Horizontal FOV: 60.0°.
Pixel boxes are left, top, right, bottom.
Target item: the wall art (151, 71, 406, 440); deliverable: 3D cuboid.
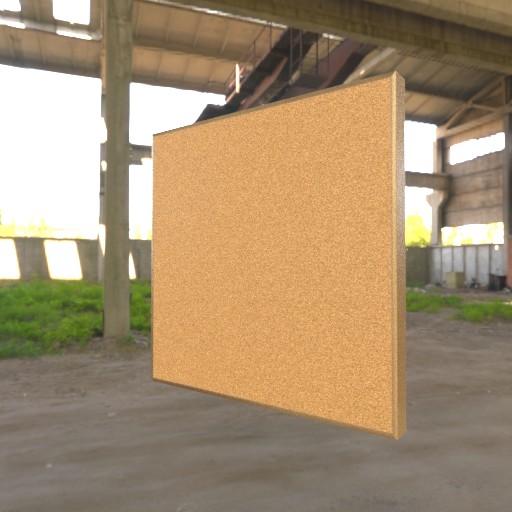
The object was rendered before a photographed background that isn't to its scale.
[{"bbox_3d":[0.000,0.000,0.780,0.513,0.511,0.038,-1,-1,37],"label":"wall art"}]
